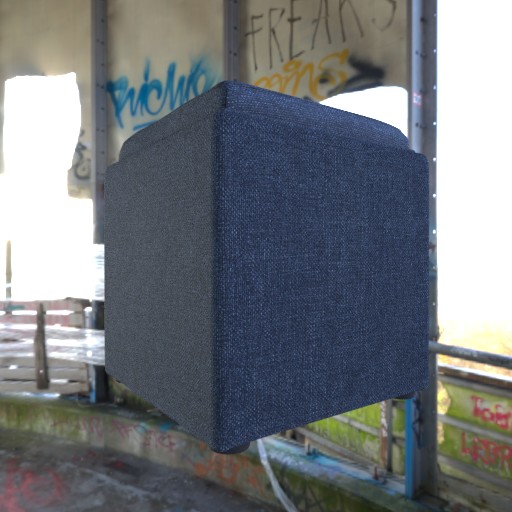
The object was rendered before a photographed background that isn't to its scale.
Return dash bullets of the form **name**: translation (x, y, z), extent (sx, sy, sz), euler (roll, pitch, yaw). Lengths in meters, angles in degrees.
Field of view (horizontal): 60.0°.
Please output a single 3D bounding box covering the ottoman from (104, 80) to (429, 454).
- **ottoman**: translation (0.000, 0.000, 0.836), extent (0.436, 0.493, 0.454), euler (0, 1, -36)
